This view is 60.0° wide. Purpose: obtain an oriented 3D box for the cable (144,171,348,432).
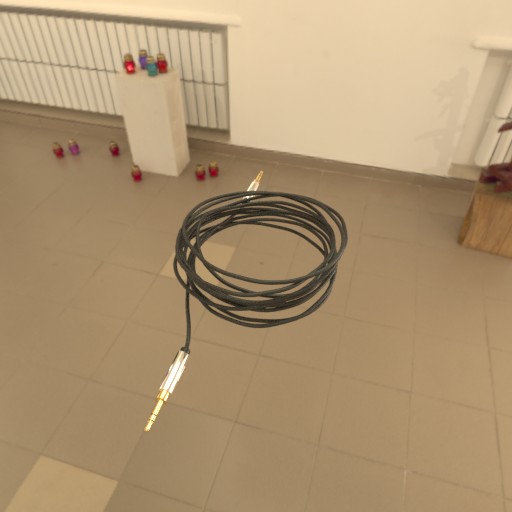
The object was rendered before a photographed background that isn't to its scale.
[{"bbox_3d":[0.000,0.000,0.514,0.198,0.069,0.432,11,44,12],"label":"cable"}]
